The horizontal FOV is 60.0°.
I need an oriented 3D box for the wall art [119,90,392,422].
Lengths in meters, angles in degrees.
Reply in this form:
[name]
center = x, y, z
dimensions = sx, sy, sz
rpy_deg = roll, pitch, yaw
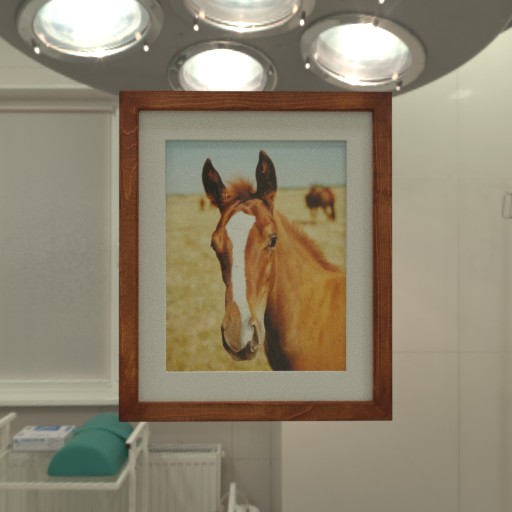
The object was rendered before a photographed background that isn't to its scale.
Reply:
[wall art]
center = 0.000, 0.000, 0.763
dimensions = 0.462, 0.558, 0.030
rpy_deg = 0, 0, -1
